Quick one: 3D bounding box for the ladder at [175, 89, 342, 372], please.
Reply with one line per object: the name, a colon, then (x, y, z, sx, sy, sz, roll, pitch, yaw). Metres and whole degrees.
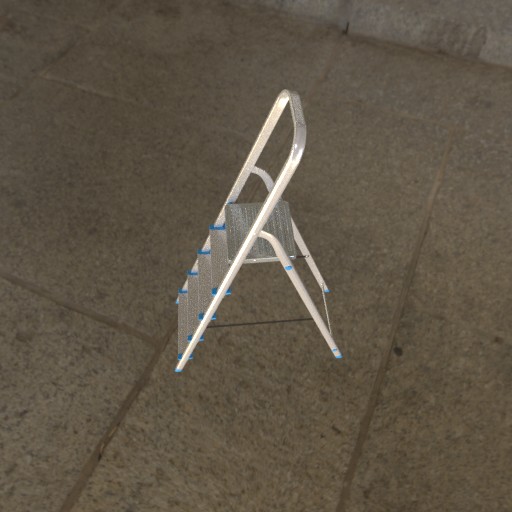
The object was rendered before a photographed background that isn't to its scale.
ladder: (0.000, 0.000, 2.043, 0.990, 1.648, 0.468, -4, 57, -3)
